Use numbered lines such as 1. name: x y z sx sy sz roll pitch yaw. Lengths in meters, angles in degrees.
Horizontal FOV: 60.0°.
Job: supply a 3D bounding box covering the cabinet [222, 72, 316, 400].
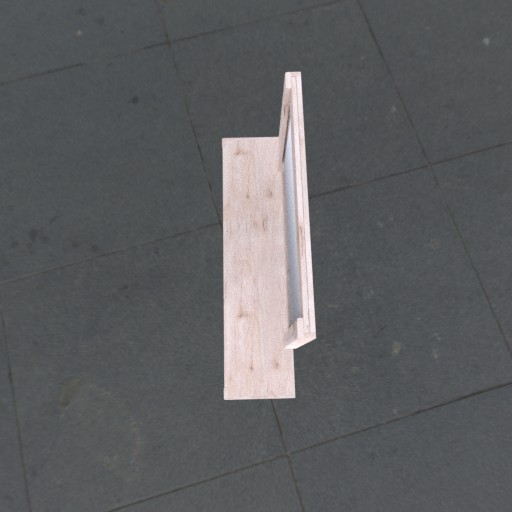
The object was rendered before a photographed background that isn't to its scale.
1. cabinet: 0.000 0.000 2.752 0.420 1.981 1.700 -1 76 0
